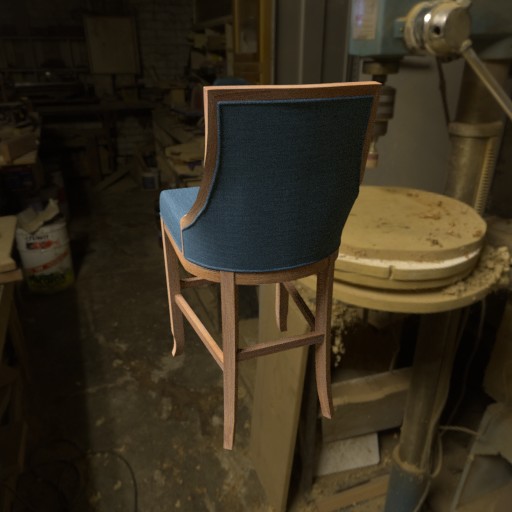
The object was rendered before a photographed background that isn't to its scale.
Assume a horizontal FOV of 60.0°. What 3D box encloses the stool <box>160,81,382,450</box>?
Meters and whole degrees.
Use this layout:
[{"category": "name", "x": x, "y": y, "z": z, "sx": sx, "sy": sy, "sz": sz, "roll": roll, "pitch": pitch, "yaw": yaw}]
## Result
[{"category": "stool", "x": 0.000, "y": 0.000, "z": 1.467, "sx": 0.524, "sy": 1.101, "sz": 0.626, "roll": -9, "pitch": 27, "yaw": -19}]
